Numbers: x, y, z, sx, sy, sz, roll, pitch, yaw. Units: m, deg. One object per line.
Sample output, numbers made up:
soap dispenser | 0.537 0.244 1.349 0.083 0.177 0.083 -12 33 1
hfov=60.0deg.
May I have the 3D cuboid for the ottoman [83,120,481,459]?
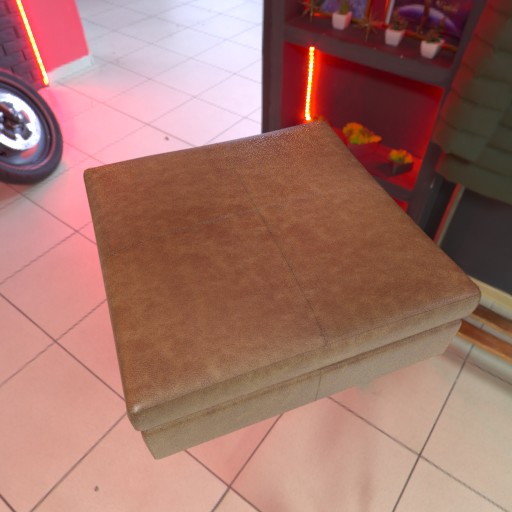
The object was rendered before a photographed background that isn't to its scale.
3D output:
ottoman | 0.000 0.000 1.800 1.168 0.483 1.169 -15 49 -14
